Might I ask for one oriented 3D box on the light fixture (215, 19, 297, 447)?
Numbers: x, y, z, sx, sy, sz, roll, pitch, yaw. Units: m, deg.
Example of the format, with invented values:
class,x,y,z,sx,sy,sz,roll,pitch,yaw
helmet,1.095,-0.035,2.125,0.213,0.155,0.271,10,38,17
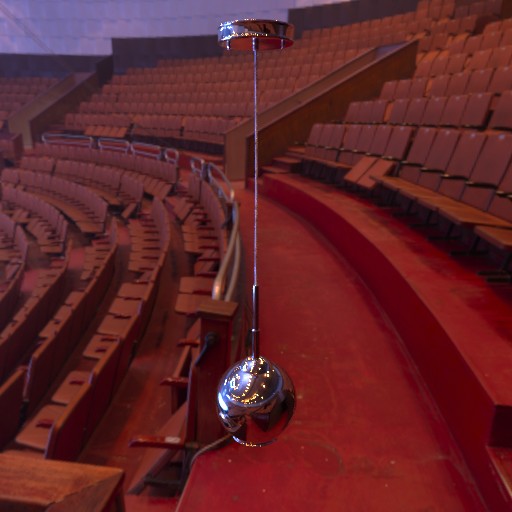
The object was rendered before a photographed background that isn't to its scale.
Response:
class,x,y,z,sx,sy,sz,roll,pitch,yaw
light fixture,0.000,0.000,1.652,0.336,1.538,0.336,2,17,8
